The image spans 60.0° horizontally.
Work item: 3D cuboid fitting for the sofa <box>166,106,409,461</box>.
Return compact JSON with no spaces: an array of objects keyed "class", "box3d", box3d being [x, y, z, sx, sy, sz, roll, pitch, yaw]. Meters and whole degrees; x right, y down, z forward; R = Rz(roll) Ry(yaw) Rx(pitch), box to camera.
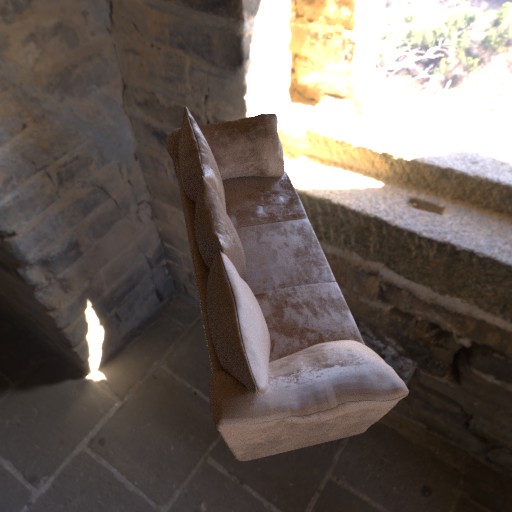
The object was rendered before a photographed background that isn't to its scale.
[{"class":"sofa","box3d":[0.000,0.000,2.825,0.893,0.981,2.377,-10,49,-9]}]
